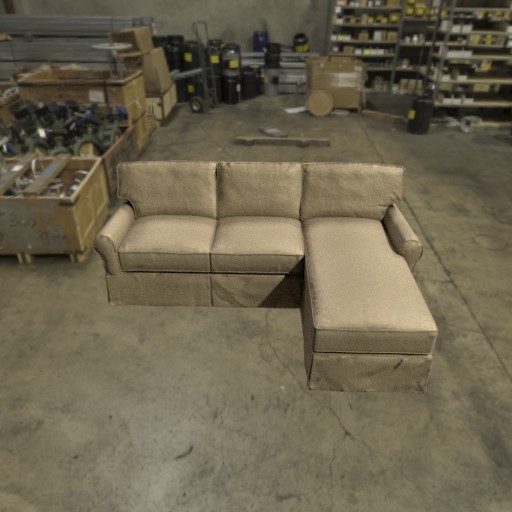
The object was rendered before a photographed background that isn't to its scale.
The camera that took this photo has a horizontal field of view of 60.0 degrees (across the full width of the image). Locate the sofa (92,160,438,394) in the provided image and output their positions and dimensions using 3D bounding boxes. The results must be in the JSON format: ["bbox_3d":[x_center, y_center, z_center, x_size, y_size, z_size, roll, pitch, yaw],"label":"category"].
[{"bbox_3d":[0.000,0.000,3.329,2.475,0.978,1.733,1,31,2],"label":"sofa"}]
